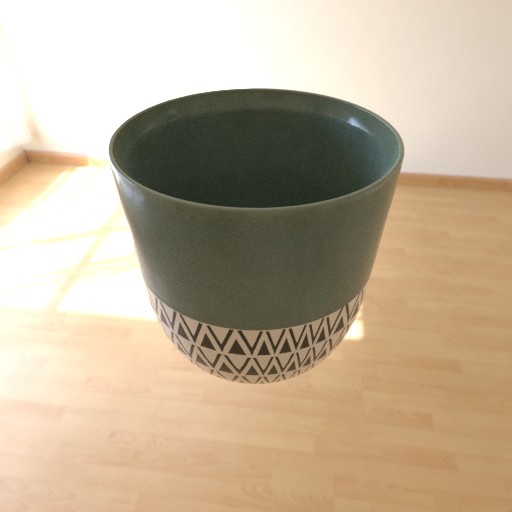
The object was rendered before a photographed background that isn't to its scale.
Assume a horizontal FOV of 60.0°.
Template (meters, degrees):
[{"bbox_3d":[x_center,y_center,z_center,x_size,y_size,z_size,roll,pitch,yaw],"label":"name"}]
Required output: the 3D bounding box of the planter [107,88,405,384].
[{"bbox_3d":[0.000,0.000,0.371,0.198,0.214,0.198,0,38,0],"label":"planter"}]
